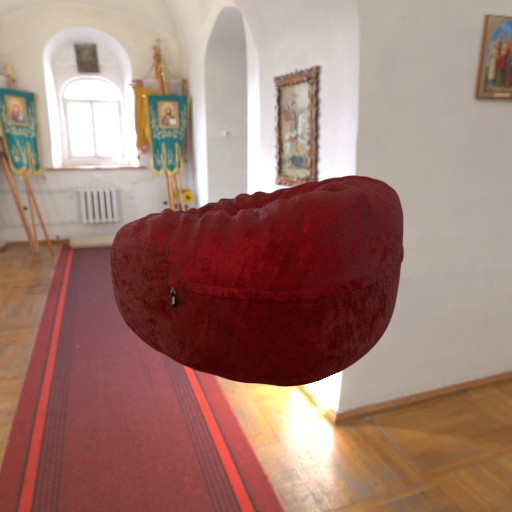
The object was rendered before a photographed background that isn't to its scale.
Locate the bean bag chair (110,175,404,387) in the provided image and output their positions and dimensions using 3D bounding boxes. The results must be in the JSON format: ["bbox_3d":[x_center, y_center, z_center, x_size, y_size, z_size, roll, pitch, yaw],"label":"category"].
[{"bbox_3d":[0.000,0.000,2.417,1.524,0.878,1.524,7,18,24],"label":"bean bag chair"}]
